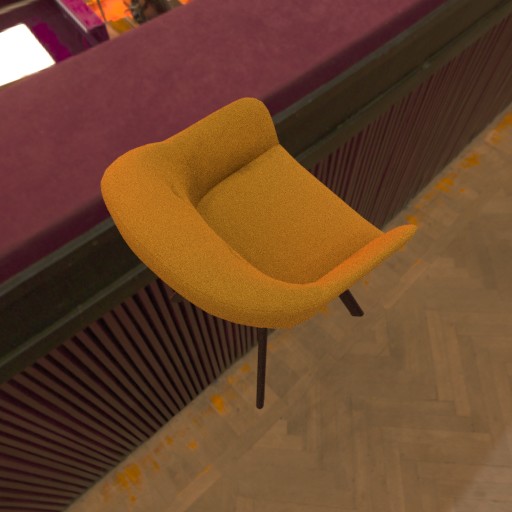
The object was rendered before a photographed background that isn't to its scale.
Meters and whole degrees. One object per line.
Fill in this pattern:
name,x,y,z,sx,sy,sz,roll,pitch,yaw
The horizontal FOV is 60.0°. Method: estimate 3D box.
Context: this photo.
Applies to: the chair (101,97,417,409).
chair,0.000,0.000,1.145,0.565,0.775,0.545,-36,66,-19
